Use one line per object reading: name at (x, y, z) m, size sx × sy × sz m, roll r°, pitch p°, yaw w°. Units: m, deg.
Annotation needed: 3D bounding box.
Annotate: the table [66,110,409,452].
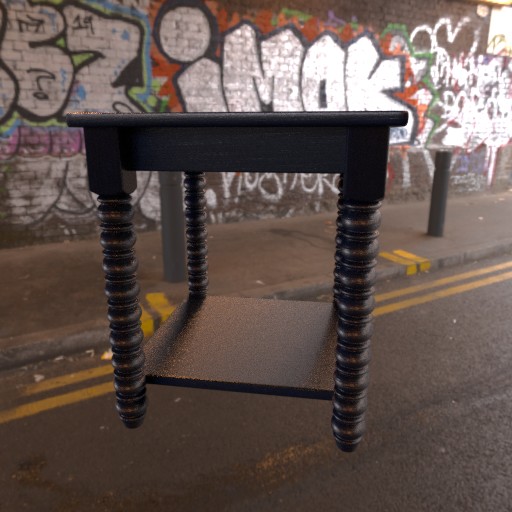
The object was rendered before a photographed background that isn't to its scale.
table at (0.000, 0.000, 0.953) m, size 0.500 × 0.567 × 0.533 m, roll 2°, pitch 16°, yaw 9°
